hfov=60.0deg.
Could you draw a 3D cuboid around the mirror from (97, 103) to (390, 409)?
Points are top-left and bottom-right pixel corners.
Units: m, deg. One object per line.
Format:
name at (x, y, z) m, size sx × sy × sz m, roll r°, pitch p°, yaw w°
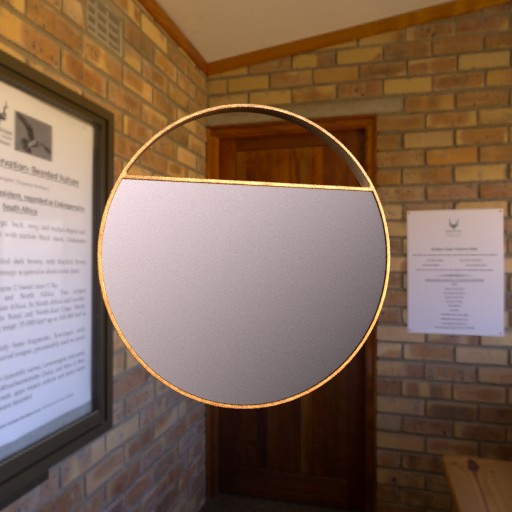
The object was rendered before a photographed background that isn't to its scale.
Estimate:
mirror at (0.000, 0.000, 0.839) m, size 0.565 × 0.565 × 0.032 m, roll 0°, pitch 0°, yaw -17°
